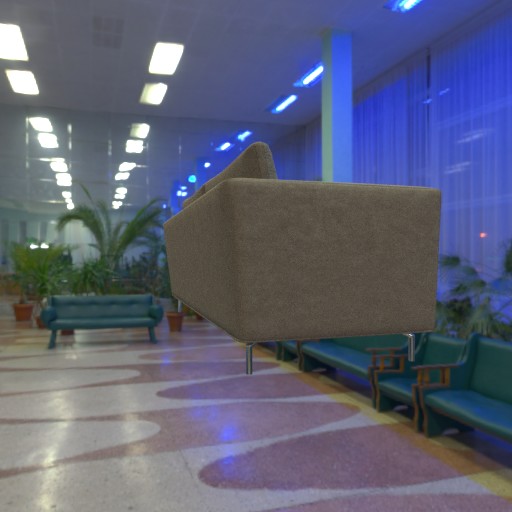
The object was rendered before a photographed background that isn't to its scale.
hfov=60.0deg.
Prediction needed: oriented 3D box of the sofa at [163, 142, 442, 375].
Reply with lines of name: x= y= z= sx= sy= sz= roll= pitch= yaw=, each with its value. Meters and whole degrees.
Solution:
sofa: x=0.000 y=0.000 z=2.603 sx=0.889 sy=0.864 sz=2.121 roll=0 pitch=0 yaw=-17
